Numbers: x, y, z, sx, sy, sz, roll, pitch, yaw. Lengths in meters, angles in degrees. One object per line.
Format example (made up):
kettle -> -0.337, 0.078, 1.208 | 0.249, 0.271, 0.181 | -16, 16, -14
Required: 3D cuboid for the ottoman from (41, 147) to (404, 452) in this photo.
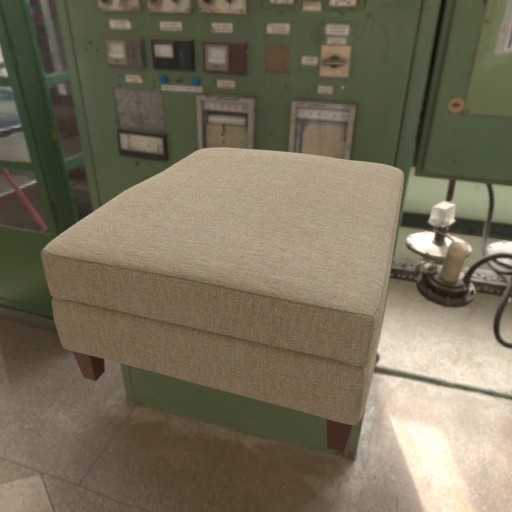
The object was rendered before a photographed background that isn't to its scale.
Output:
ottoman -> 0.000, 0.000, 1.442 | 0.836, 0.492, 0.976 | 10, 31, 16
